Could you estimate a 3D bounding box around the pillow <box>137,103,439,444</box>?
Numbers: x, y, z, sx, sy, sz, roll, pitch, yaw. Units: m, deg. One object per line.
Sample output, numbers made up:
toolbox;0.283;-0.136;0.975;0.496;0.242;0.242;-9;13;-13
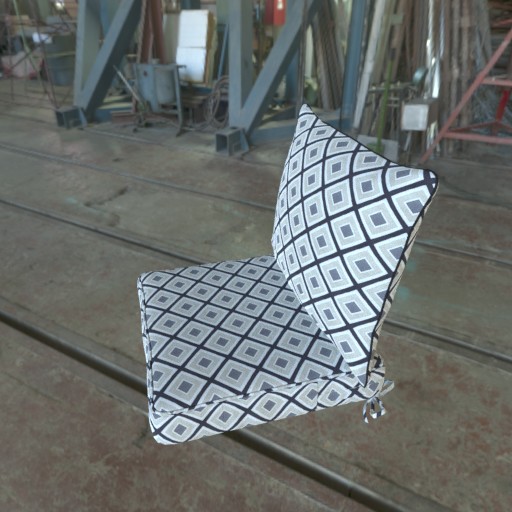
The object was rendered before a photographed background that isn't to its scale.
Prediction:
pillow;0.000;0.000;1.332;0.733;0.722;0.798;-8;32;-13
